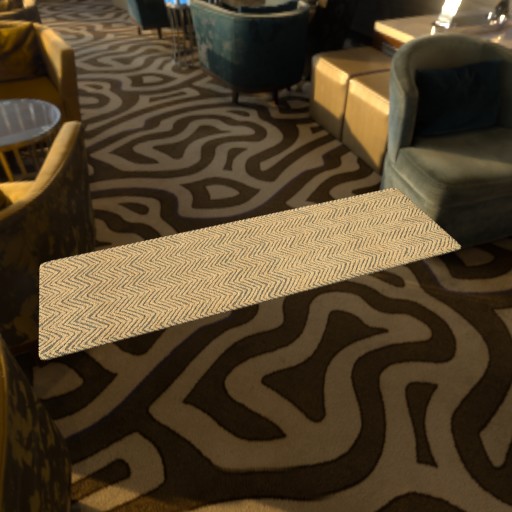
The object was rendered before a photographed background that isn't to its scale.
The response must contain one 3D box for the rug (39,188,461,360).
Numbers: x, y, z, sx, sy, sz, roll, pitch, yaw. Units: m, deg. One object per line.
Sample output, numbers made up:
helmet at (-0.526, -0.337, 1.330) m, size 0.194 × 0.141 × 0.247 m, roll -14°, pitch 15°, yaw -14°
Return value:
rug at (0.000, 0.000, 2.495) m, size 2.286 × 0.008 × 0.686 m, roll -13°, pitch 43°, yaw -15°
